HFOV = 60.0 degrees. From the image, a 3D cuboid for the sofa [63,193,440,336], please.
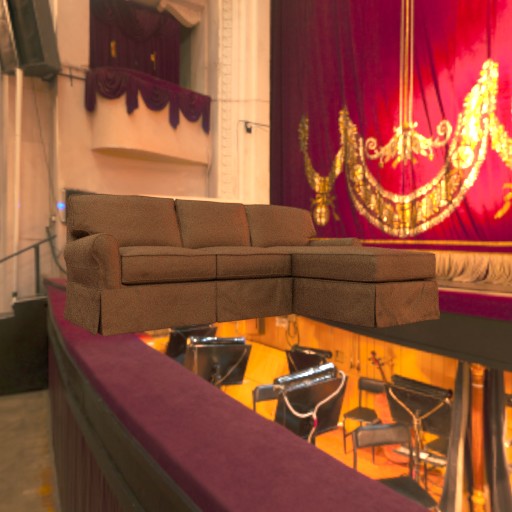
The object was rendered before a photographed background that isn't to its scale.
[{"bbox_3d":[0.000,0.000,3.414,2.475,0.978,1.733,-1,1,-36],"label":"sofa"}]
